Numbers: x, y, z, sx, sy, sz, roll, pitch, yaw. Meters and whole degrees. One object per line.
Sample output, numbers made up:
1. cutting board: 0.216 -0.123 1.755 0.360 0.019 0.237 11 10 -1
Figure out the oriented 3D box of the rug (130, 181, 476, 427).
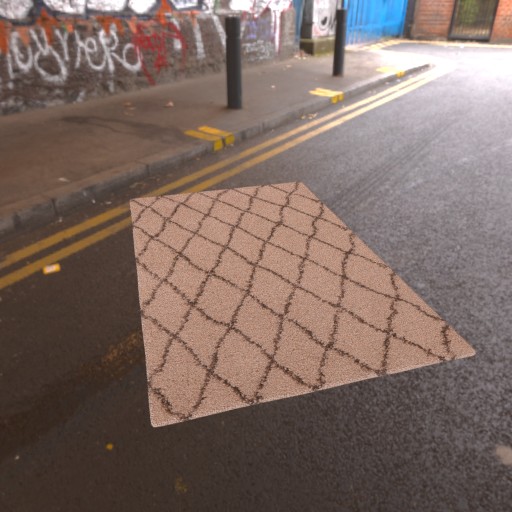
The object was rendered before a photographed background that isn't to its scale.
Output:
1. rug: 0.000 0.000 3.388 1.778 0.030 2.743 -8 31 -14
